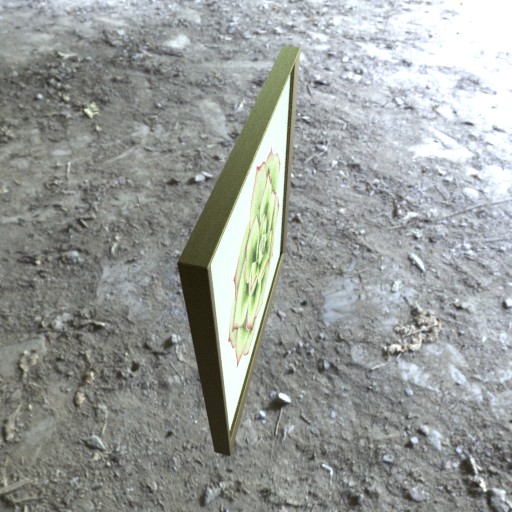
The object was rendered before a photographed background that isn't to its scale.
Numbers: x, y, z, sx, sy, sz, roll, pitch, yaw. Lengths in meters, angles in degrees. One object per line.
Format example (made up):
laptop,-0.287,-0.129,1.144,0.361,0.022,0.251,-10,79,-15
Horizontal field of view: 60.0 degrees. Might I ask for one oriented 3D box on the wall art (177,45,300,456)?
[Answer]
wall art,0.000,0.000,0.763,0.031,0.506,0.503,10,48,9
